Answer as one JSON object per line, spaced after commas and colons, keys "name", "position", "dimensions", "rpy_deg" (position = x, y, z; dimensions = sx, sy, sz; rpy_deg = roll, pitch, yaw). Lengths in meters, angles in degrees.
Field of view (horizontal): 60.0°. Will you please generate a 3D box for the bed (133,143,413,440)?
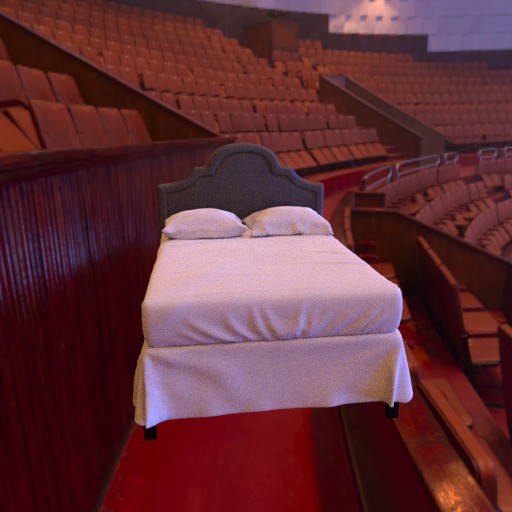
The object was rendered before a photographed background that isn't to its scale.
{"name": "bed", "position": [0.000, 0.000, 3.435], "dimensions": [1.780, 1.634, 2.222], "rpy_deg": [-2, 16, -7]}
